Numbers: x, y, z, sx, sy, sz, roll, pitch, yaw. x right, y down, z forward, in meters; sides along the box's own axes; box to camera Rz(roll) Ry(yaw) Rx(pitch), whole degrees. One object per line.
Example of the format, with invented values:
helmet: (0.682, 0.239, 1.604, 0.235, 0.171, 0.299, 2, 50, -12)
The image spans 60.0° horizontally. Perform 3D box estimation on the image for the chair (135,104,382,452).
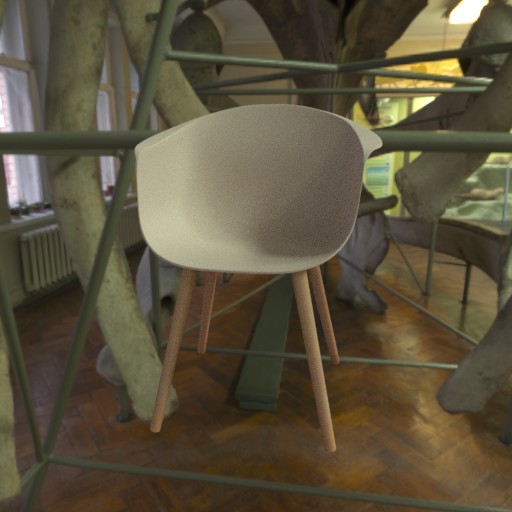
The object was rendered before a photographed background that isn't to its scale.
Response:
chair: (0.000, 0.000, 1.144, 0.593, 0.781, 0.504, 3, 15, 10)
